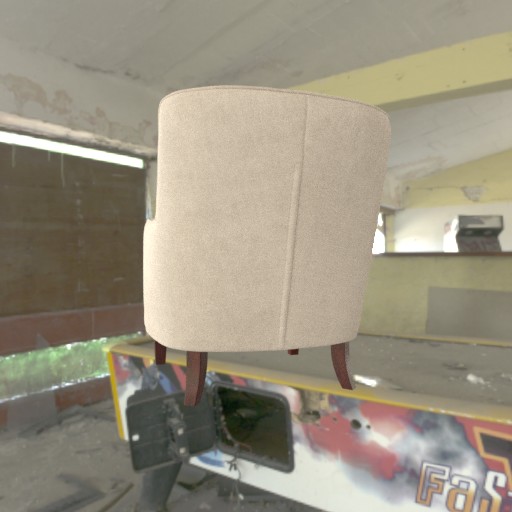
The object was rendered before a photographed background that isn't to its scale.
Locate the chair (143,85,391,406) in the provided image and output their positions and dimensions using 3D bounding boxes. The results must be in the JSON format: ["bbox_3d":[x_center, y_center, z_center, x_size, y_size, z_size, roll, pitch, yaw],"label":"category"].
[{"bbox_3d":[0.000,0.000,1.648,0.781,0.920,0.910,0,-1,-18],"label":"chair"}]
